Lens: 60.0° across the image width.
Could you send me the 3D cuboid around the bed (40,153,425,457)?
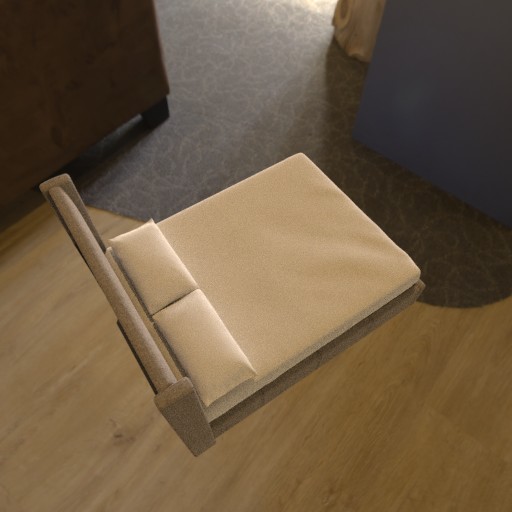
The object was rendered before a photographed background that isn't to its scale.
[{"bbox_3d":[0.000,0.000,3.424,2.245,1.476,1.714,-29,62,-17],"label":"bed"}]
